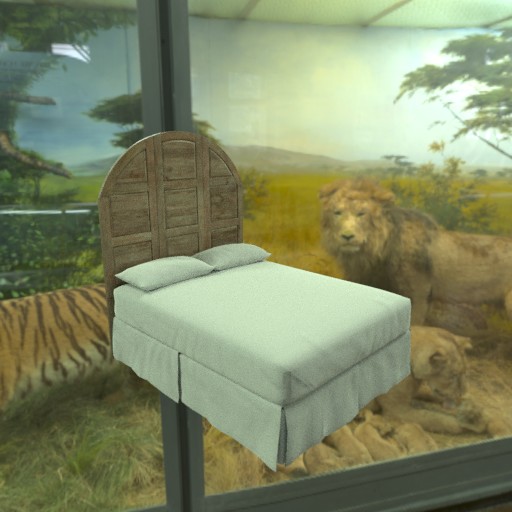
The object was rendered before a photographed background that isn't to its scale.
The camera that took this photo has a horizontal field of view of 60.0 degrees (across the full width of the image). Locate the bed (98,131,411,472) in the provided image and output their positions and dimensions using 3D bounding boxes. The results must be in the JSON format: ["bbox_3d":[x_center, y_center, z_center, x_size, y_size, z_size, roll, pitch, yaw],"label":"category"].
[{"bbox_3d":[0.000,0.000,3.630,2.112,2.002,1.713,14,20,43],"label":"bed"}]
